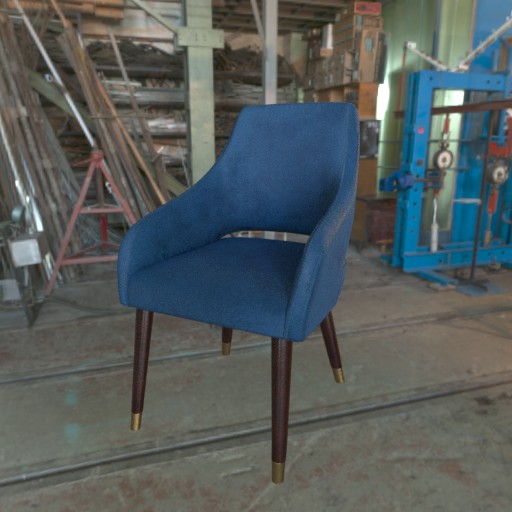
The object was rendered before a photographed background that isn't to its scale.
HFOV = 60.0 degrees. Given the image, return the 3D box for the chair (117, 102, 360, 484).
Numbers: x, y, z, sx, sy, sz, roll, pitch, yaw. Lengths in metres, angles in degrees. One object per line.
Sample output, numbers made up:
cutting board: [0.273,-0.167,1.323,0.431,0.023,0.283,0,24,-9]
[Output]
chair: [0.000,0.000,1.570,0.683,1.081,0.794,7,16,26]
